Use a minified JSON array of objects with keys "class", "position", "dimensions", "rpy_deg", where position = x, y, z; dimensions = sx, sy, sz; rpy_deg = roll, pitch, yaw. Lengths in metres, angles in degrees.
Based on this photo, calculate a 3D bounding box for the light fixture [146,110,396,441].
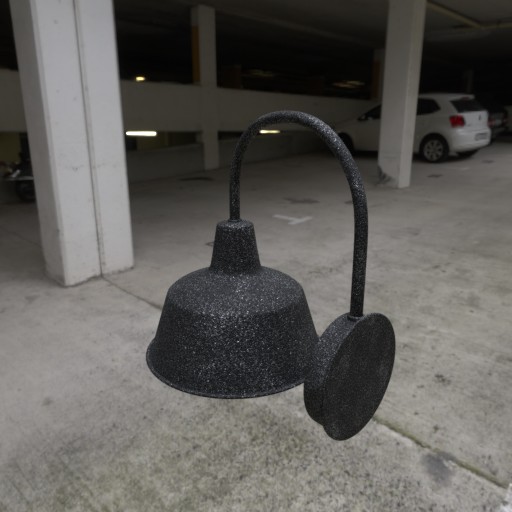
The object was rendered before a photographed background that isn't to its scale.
[{"class":"light fixture","position":[0.000,0.000,0.484],"dimensions":[0.216,0.300,0.283],"rpy_deg":[-15,22,-42]}]
